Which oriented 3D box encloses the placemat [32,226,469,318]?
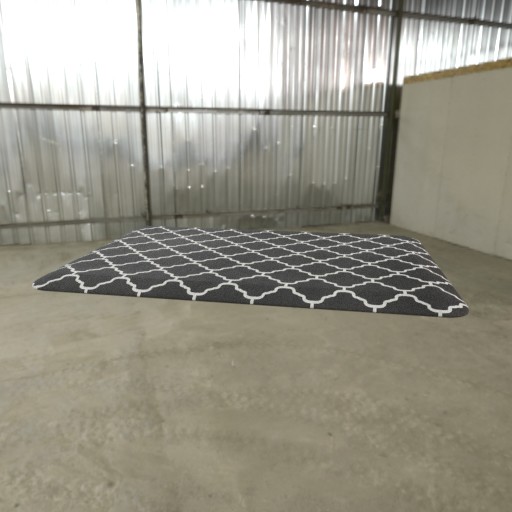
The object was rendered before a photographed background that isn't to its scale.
[{"bbox_3d":[0.000,0.000,0.971,0.762,0.021,0.508,3,16,9],"label":"placemat"}]
